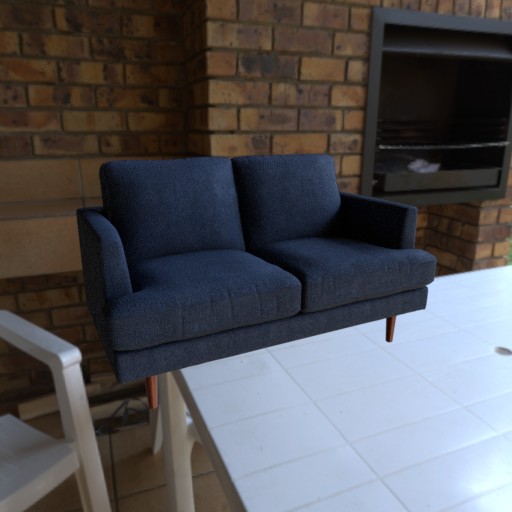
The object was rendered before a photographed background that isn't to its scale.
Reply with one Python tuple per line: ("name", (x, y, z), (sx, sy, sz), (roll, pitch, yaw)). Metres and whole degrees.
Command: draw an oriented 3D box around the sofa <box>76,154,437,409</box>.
("sofa", (0.000, 0.000, 2.204), (1.582, 0.944, 0.903), (-8, 18, -26))
